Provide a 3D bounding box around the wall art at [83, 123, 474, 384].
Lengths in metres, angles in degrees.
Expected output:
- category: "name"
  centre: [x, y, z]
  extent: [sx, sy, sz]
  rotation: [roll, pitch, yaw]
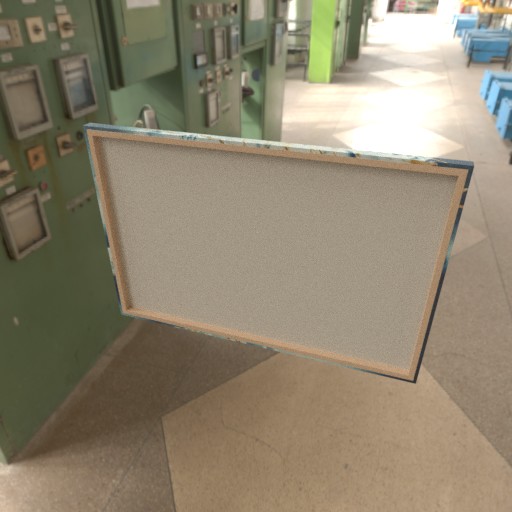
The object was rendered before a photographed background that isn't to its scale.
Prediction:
- category: "wall art"
  centre: [0.000, 0.000, 1.451]
  extent: [1.138, 0.759, 0.035]
  rotation: [10, 33, 16]
